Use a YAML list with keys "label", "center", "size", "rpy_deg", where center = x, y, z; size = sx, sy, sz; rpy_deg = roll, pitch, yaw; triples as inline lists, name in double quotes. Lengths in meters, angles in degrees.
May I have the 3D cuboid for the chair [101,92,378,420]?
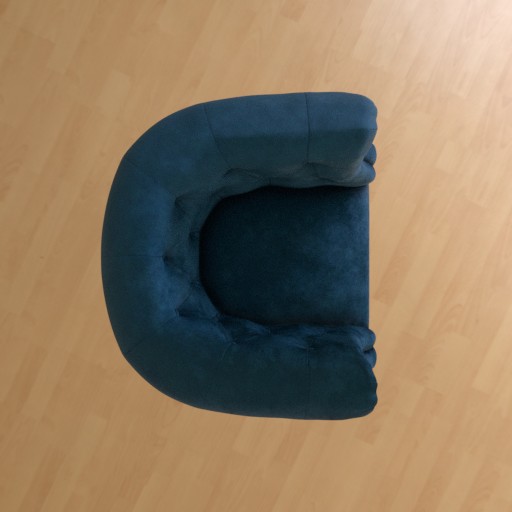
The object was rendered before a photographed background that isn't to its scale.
- label: "chair"
  center: [0.000, 0.000, 1.553]
  size: [0.851, 0.826, 0.904]
  rpy_deg: [0, 90, 1]
